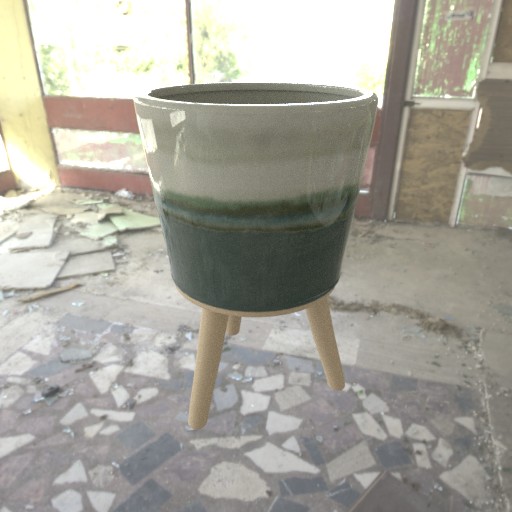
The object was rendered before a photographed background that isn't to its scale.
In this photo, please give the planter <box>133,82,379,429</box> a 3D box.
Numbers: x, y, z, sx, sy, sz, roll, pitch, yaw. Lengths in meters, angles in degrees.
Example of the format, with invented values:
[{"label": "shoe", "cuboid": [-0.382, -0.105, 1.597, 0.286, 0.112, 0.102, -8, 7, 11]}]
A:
[{"label": "planter", "cuboid": [0.000, 0.000, 0.473, 0.217, 0.331, 0.217, -18, 31, -33]}]
